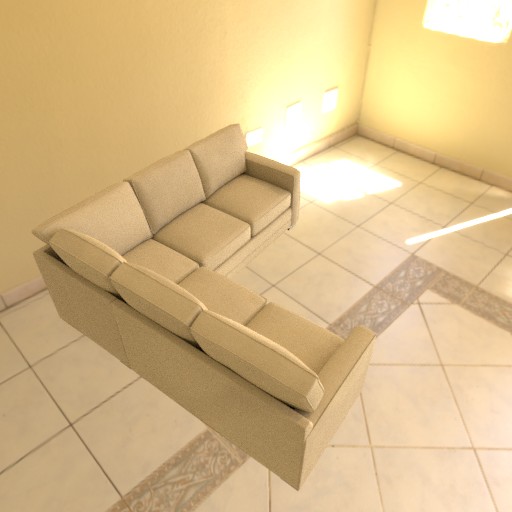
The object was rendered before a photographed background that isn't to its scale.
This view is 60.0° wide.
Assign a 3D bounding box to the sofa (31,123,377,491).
[{"bbox_3d":[0.000,0.000,3.342,2.182,0.939,2.189,25,46,27],"label":"sofa"}]
